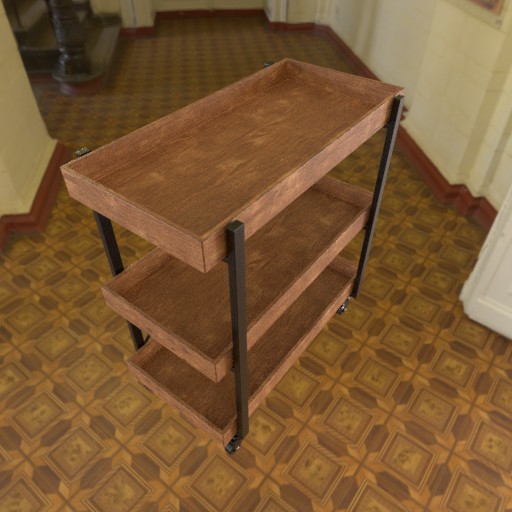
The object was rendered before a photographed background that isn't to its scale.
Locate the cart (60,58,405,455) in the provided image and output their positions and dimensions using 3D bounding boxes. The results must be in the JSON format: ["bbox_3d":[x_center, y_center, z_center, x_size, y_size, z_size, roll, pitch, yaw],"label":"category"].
[{"bbox_3d":[0.000,0.000,1.240,0.411,0.800,0.750,27,49,27],"label":"cart"}]
